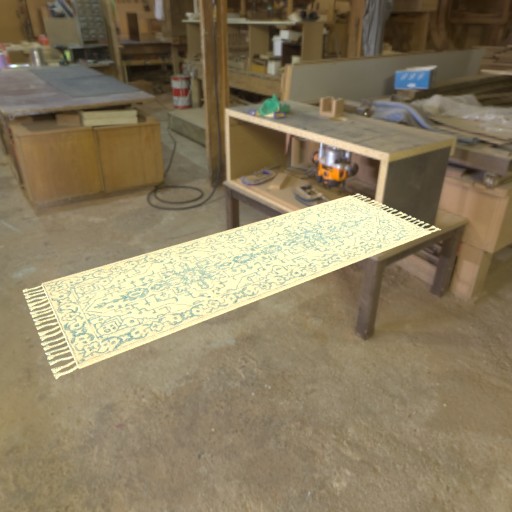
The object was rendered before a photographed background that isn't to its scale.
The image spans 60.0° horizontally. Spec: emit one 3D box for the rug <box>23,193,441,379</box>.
[{"bbox_3d":[0.000,0.000,2.640,2.449,0.011,0.774,-18,34,-29],"label":"rug"}]
